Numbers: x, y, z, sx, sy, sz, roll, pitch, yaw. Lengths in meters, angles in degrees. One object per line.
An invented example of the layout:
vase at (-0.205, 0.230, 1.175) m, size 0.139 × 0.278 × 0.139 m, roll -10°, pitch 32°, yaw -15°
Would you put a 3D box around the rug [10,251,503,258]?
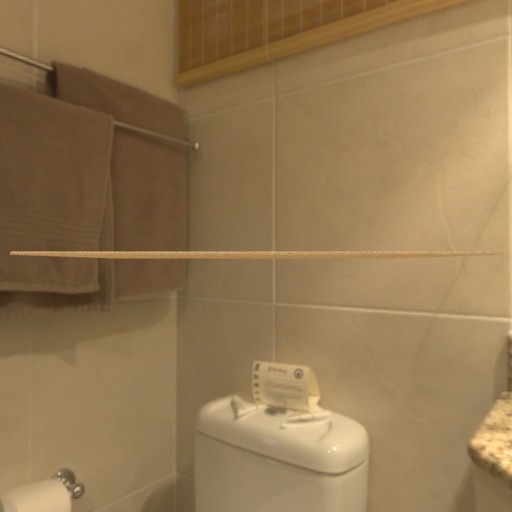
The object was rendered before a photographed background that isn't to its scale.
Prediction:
rug at (0.000, 0.000, 2.684) m, size 2.144 × 0.013 × 1.509 m, roll 0°, pitch -1°, yaw -1°
